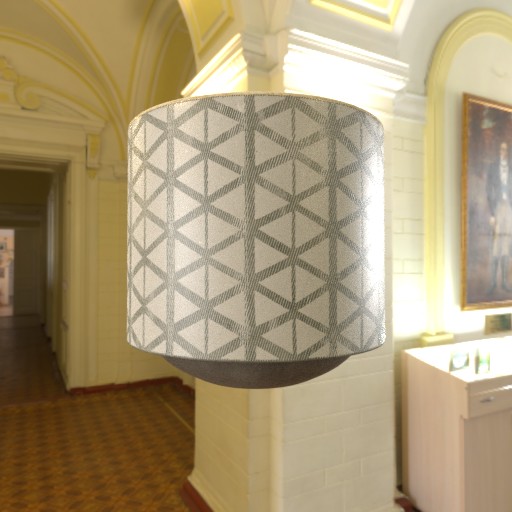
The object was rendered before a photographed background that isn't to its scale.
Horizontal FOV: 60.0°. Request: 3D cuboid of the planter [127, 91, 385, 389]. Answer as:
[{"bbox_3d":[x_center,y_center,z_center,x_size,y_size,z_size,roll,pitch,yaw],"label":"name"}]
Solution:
[{"bbox_3d":[0.000,0.000,0.449,0.250,0.239,0.250,0,-1,0],"label":"planter"}]
